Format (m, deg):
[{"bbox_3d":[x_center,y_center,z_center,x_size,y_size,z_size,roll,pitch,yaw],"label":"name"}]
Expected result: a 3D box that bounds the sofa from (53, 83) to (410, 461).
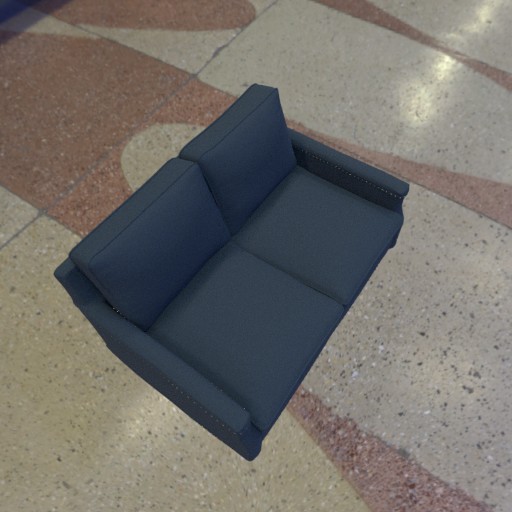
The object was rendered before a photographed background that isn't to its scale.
[{"bbox_3d":[0.000,0.000,2.333,1.084,1.003,1.597,31,63,18],"label":"sofa"}]
